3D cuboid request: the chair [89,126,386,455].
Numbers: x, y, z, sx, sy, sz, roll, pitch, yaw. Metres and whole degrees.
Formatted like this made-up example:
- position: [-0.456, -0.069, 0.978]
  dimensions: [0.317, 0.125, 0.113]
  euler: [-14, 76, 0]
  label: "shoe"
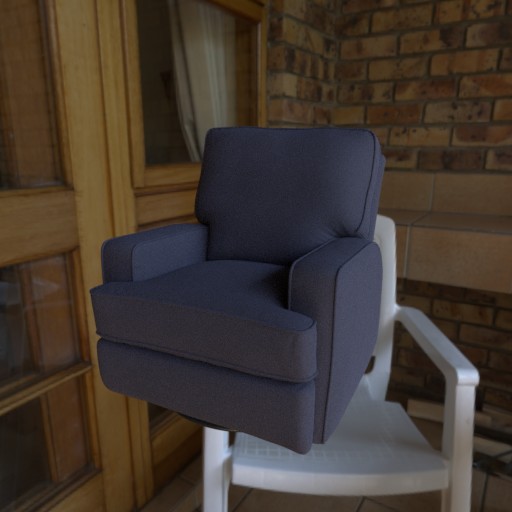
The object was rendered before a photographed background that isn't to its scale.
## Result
- position: [0.000, 0.000, 1.667]
  dimensions: [0.861, 0.962, 0.964]
  euler: [7, 16, 25]
  label: "chair"
